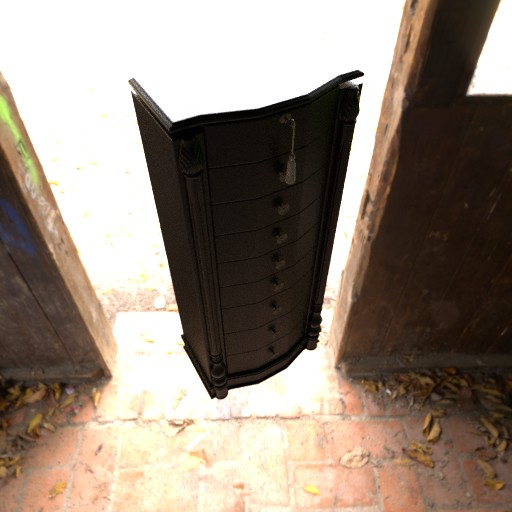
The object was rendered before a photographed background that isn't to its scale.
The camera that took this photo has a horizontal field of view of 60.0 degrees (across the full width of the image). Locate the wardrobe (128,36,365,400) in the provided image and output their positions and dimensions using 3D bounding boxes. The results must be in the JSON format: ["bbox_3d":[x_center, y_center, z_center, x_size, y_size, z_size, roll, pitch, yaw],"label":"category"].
[{"bbox_3d":[0.000,0.000,1.236,0.444,1.011,0.295,-23,51,-20],"label":"wardrobe"}]
